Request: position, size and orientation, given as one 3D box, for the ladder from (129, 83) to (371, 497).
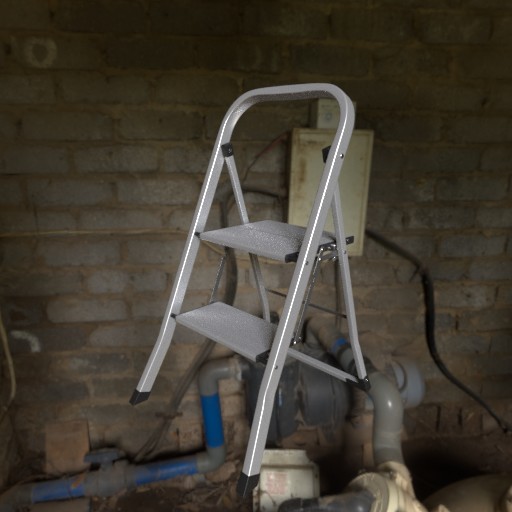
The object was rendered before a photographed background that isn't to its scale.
[{"bbox_3d":[0.000,0.000,1.131,0.530,0.830,0.465,-15,22,-42],"label":"ladder"}]
